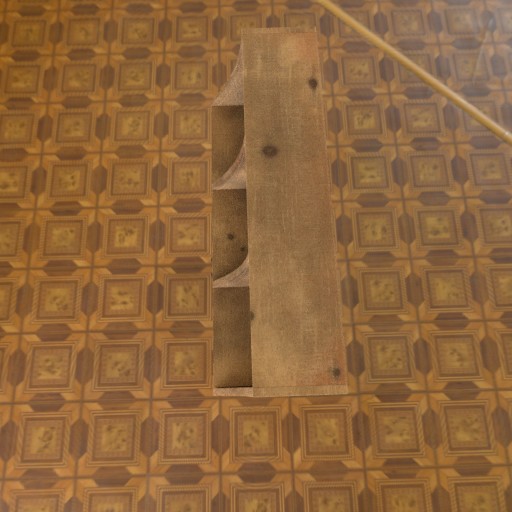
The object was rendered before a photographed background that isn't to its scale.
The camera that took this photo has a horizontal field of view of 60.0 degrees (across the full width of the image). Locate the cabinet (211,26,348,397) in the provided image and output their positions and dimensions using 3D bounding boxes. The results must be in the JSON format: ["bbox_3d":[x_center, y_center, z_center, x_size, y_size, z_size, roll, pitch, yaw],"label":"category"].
[{"bbox_3d":[0.000,0.000,0.831,0.184,0.590,0.489,-2,74,-1],"label":"cabinet"}]
